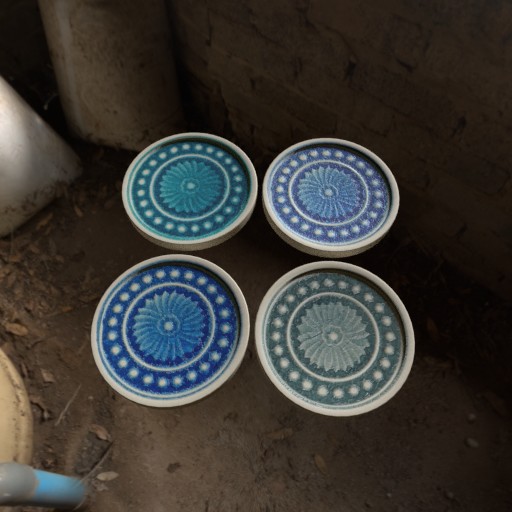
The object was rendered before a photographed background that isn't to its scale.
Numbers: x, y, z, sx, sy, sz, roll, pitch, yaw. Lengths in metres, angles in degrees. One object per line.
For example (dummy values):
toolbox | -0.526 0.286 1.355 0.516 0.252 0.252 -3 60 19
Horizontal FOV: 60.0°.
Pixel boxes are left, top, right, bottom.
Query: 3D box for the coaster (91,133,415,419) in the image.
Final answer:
coaster | 0.000 0.000 0.331 0.220 0.010 0.224 3 64 1
